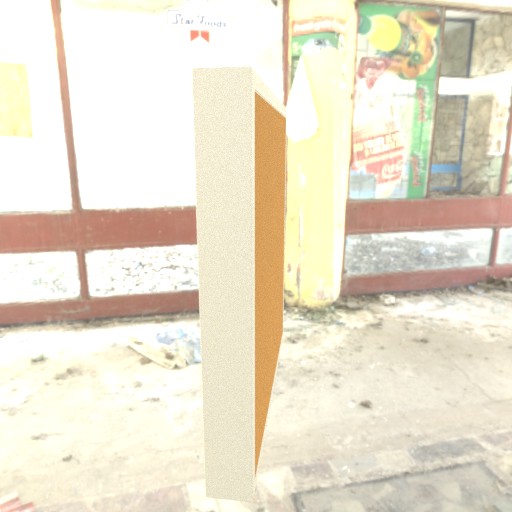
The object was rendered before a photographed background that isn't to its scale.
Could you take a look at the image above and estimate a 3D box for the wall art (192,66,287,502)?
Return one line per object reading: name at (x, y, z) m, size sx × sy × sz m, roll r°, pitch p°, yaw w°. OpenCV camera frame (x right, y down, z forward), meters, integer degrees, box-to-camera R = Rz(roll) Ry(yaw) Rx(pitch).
wall art at (0.000, 0.000, 0.445) m, size 0.037 × 0.305 × 0.305 m, roll 2°, pitch 14°, yaw 7°
